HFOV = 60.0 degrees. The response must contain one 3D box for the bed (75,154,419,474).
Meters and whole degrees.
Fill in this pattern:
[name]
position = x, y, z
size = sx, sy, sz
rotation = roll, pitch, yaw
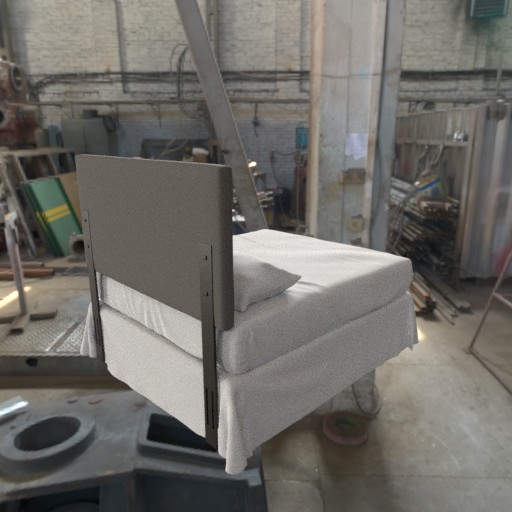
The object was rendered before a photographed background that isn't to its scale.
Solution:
[bed]
position = 0.000, 0.000, 3.489
size = 2.222, 1.577, 1.936
rotation = -15, 21, -42
